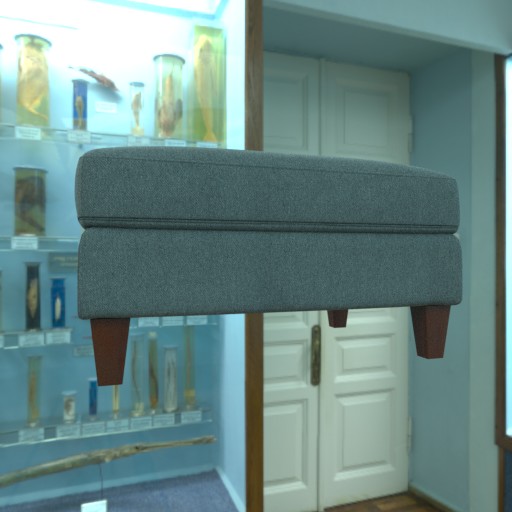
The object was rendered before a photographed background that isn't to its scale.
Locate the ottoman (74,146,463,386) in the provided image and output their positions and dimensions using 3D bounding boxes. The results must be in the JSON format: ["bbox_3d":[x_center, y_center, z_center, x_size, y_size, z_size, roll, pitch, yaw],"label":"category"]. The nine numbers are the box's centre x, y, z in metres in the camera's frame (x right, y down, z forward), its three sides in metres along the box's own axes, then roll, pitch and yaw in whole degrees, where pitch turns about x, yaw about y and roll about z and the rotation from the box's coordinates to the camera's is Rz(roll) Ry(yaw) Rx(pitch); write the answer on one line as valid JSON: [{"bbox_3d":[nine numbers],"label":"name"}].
[{"bbox_3d":[0.000,0.000,1.176,0.864,0.483,0.584,0,0,-17],"label":"ottoman"}]
